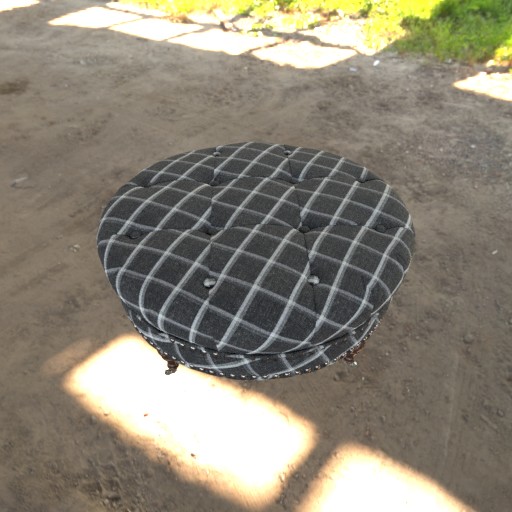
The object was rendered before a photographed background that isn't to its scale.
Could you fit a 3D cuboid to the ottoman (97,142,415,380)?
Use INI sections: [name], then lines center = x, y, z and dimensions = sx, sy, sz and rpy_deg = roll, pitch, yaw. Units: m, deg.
[ottoman]
center = 0.000, 0.000, 1.395
dimensions = 0.901, 0.439, 0.901
rpy_deg = 0, 41, 0
